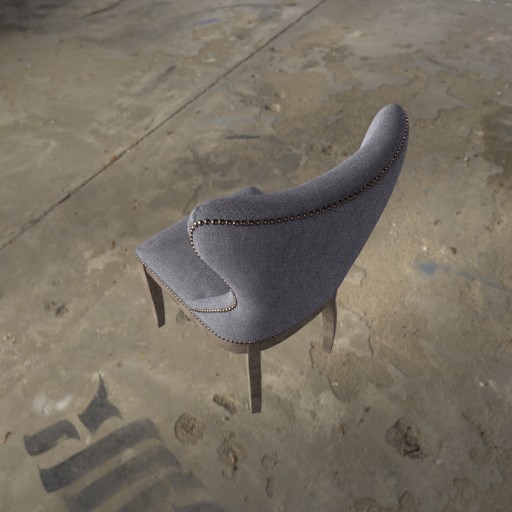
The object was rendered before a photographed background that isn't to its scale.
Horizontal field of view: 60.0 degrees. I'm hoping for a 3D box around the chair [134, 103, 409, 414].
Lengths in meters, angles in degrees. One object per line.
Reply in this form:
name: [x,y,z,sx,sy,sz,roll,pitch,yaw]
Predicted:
chair: [0.000,0.000,1.428,0.654,1.002,0.681,-32,55,-26]
